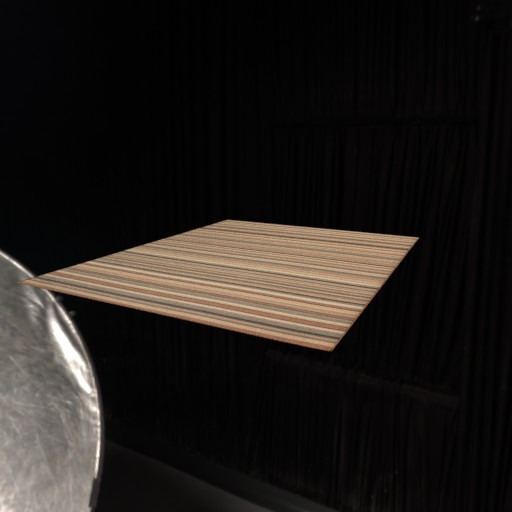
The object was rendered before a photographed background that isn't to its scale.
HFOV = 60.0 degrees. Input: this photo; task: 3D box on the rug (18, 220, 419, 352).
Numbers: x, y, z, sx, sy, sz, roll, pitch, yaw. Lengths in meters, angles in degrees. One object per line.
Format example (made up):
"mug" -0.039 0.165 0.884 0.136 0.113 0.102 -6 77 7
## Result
"rug" 0.000 0.000 4.071 2.436 0.011 3.045 7 16 26
